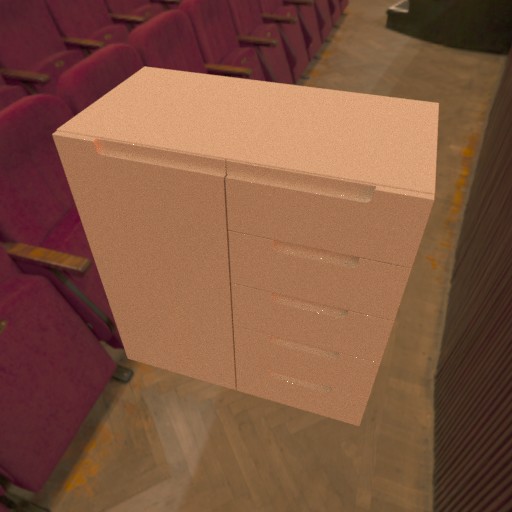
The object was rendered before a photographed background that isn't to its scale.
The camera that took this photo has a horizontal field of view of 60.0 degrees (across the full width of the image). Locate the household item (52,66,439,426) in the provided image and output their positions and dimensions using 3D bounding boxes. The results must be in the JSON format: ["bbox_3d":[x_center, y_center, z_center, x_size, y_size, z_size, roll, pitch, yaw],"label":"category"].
[{"bbox_3d":[0.000,0.000,1.316,0.800,0.870,0.420,12,44,13],"label":"household item"}]
